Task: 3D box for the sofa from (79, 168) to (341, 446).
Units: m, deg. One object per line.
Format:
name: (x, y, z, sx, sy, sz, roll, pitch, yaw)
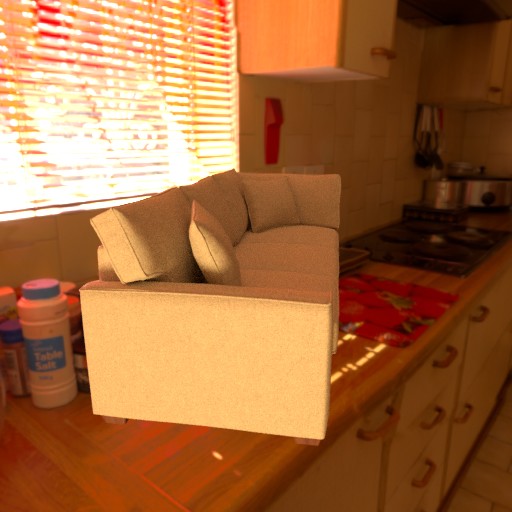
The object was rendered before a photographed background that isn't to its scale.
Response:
sofa: (0.000, 0.000, 2.810, 1.061, 0.962, 2.317, 3, 15, 9)
